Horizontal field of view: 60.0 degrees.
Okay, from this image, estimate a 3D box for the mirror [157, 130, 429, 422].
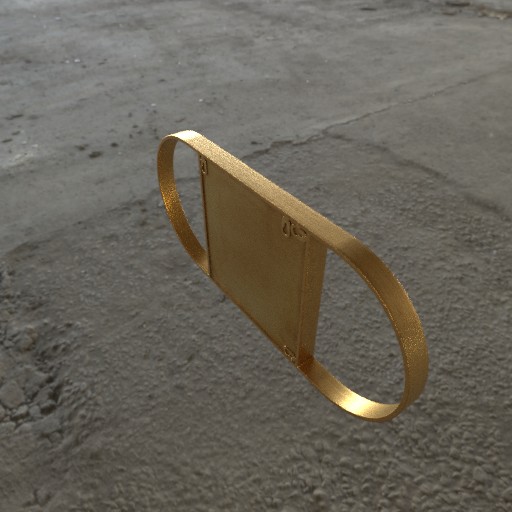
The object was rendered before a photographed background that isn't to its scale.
[{"bbox_3d":[0.000,0.000,0.660,0.032,0.254,0.584,-25,46,-27],"label":"mirror"}]
